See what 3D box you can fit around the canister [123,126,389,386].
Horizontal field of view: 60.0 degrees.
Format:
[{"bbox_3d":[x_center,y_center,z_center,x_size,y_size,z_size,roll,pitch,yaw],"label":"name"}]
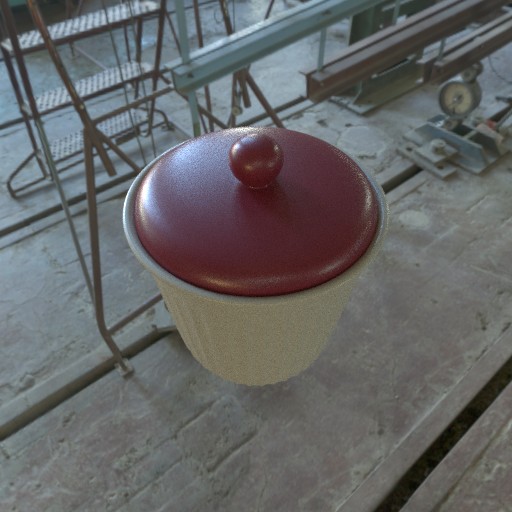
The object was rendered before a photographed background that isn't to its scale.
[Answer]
[{"bbox_3d":[0.000,0.000,0.349,0.181,0.211,0.181,0,48,0],"label":"canister"}]
